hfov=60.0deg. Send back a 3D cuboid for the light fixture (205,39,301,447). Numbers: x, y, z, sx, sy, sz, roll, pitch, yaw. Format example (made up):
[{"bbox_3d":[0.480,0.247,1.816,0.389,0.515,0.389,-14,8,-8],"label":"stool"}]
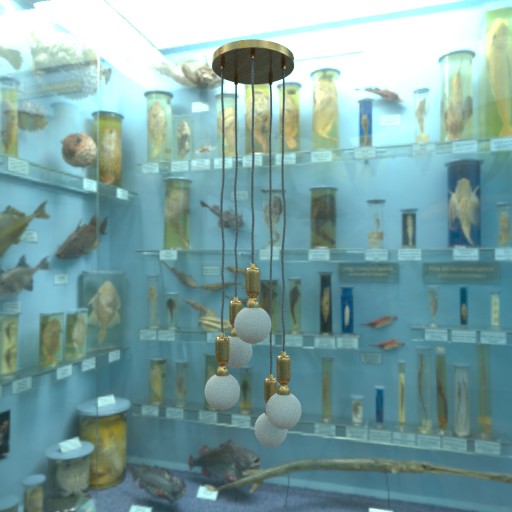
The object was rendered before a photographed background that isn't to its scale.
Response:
[{"bbox_3d":[0.000,0.000,0.510,0.105,0.457,0.108,0,-1,18],"label":"light fixture"}]
